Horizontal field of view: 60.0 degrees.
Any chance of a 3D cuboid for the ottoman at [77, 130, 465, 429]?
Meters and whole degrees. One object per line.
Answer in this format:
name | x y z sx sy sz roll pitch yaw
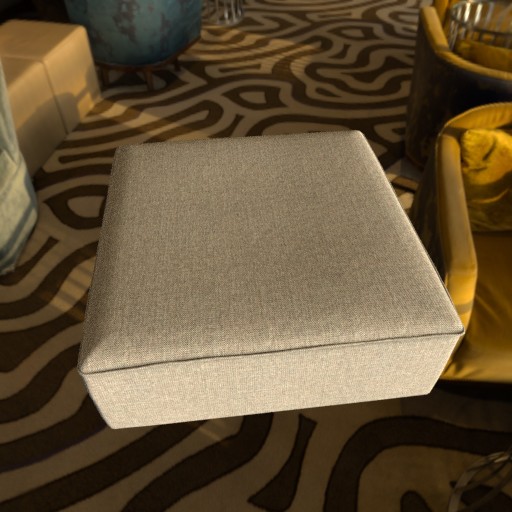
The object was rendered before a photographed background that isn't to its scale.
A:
ottoman | 0.000 0.000 1.574 1.017 0.423 1.023 -4 47 -4
